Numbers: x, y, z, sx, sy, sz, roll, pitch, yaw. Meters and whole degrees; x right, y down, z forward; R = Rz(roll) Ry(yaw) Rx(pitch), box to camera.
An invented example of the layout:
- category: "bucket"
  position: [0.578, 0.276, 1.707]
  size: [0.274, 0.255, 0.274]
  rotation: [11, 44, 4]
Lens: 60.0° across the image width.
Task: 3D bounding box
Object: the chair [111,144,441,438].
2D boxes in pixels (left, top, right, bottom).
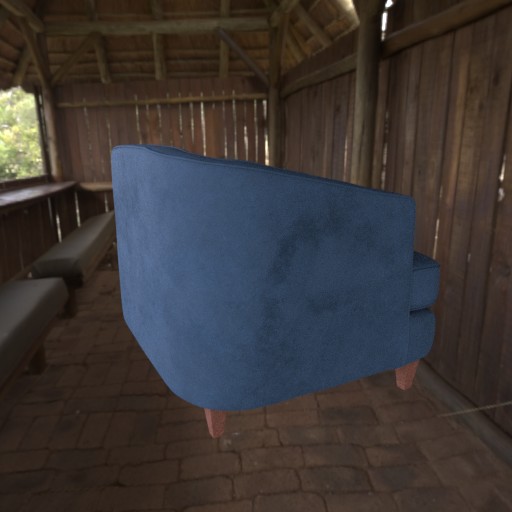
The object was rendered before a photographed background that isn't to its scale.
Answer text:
- category: "chair"
  position: [0.000, 0.000, 1.735]
  size: [0.940, 0.852, 1.094]
  rotation: [-8, 17, -28]
